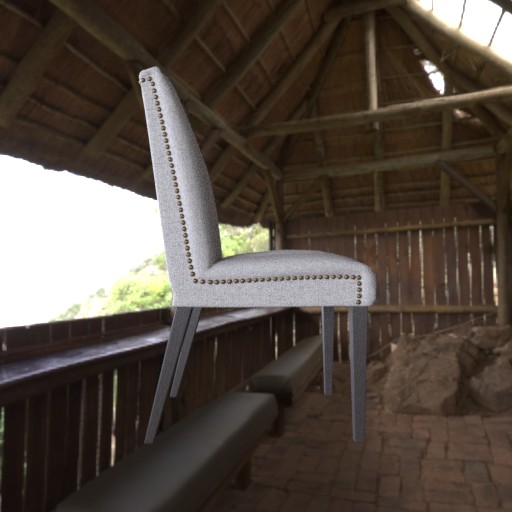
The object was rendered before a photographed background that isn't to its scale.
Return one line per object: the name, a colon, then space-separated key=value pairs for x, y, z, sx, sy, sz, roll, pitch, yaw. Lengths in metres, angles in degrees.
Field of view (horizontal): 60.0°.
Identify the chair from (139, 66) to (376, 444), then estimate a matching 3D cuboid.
chair: x=0.000 y=0.000 z=1.419 sx=0.647 sy=1.016 sz=0.511 roll=0 pitch=-1 yaw=-2
